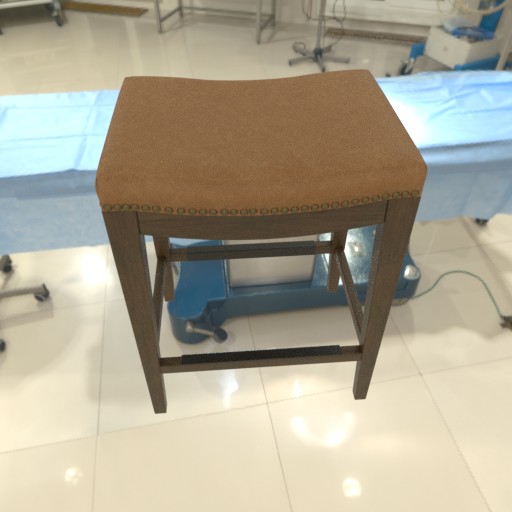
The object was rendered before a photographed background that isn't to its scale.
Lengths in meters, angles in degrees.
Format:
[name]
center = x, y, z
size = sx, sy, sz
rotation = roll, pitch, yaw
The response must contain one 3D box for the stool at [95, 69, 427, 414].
[stool]
center = 0.000, 0.000, 0.944
size = 0.500, 0.660, 0.361
rotation = -3, 45, -3
